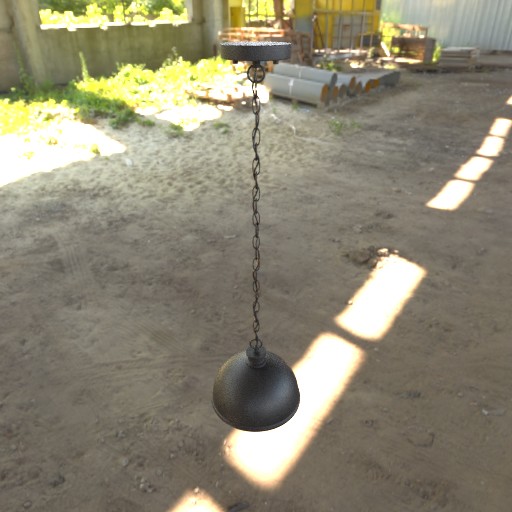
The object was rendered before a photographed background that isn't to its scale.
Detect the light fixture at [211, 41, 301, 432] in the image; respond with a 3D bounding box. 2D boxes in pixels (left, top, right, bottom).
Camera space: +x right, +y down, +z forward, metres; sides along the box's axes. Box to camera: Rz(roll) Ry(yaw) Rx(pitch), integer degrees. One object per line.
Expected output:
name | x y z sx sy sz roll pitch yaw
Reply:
light fixture | 0.000 0.000 1.259 0.304 1.090 0.304 0 28 1
